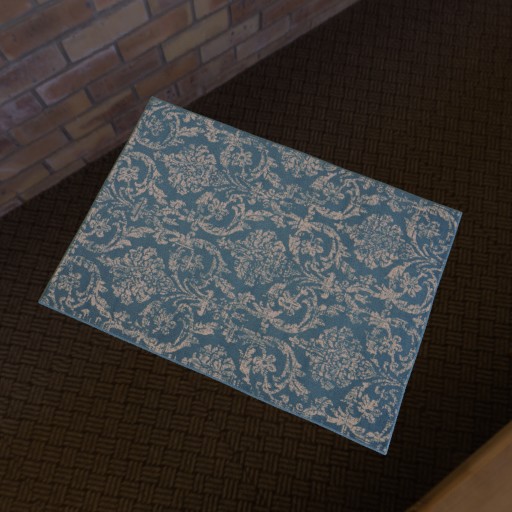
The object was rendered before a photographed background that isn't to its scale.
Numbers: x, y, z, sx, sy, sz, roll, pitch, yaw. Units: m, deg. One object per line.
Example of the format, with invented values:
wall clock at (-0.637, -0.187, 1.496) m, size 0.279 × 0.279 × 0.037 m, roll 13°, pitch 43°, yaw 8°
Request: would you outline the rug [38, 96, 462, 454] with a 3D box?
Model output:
rug at (0.000, 0.000, 2.753) m, size 2.205 × 0.012 × 1.554 m, roll 22°, pitch 76°, yaw 6°
